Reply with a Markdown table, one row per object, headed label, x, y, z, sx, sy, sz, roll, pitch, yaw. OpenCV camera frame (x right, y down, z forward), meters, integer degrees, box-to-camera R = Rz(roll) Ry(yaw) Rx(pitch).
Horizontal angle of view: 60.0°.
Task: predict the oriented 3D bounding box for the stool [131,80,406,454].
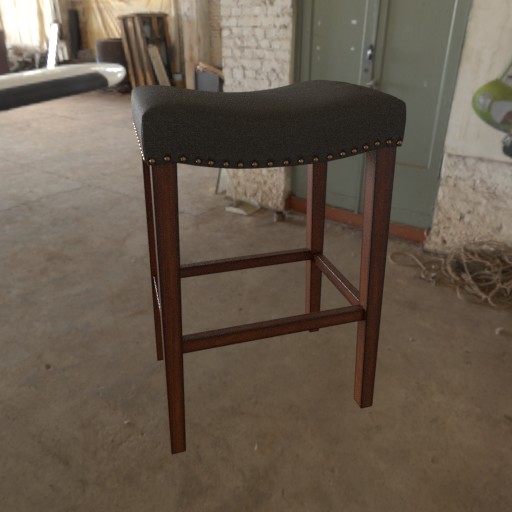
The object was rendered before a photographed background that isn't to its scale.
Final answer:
| label | x | y | z | sx | sy | sz | roll | pitch | yaw |
| --- | --- | --- | --- | --- | --- | --- | --- | --- | --- |
| stool | 0.000 | 0.000 | 1.040 | 0.502 | 0.748 | 0.366 | -8 | 28 | -15 |
